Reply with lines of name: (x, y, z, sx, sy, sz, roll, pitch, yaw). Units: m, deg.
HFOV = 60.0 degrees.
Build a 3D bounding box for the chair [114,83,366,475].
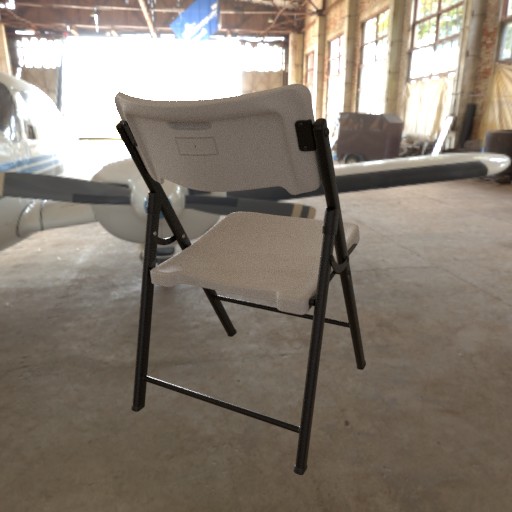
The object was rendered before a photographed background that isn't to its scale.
chair: (0.000, 0.000, 1.116, 0.482, 0.765, 0.577, 9, 19, 27)
